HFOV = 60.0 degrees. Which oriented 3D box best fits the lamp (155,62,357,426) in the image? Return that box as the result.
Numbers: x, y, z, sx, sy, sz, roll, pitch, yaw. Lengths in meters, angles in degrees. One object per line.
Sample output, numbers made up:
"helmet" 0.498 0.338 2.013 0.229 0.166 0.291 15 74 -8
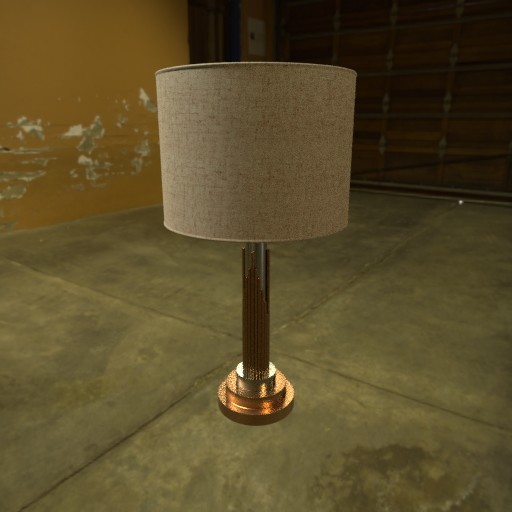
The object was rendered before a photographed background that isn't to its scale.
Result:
"lamp" 0.000 0.000 0.806 0.321 0.610 0.321 -3 17 -9
